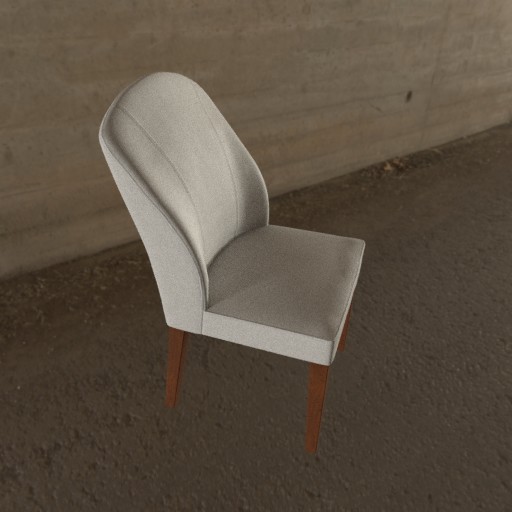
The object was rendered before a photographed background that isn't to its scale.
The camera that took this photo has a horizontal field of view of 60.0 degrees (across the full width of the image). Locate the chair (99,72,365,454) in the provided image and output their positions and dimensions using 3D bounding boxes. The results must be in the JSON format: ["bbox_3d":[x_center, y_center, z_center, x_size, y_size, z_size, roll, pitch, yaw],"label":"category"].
[{"bbox_3d":[0.000,0.000,1.194,0.540,0.893,0.472,11,34,17],"label":"chair"}]
